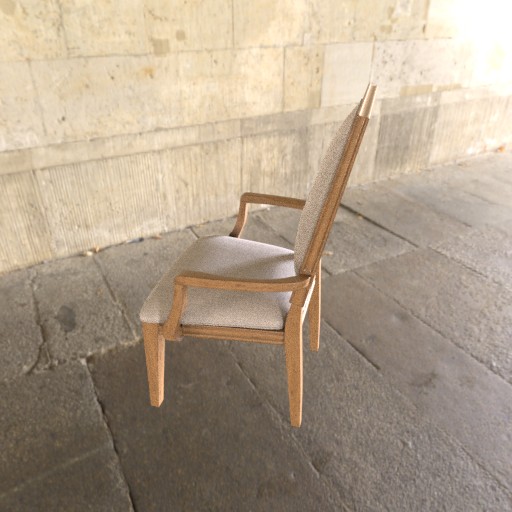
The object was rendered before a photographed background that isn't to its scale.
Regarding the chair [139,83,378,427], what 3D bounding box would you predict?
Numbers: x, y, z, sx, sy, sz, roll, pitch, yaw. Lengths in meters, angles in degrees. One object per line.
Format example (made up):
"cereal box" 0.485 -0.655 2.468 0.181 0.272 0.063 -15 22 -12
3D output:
"chair" 0.000 0.000 1.397 0.602 0.990 0.606 8 31 14
